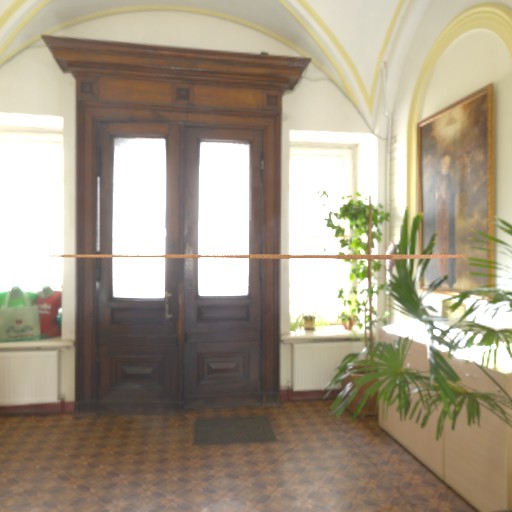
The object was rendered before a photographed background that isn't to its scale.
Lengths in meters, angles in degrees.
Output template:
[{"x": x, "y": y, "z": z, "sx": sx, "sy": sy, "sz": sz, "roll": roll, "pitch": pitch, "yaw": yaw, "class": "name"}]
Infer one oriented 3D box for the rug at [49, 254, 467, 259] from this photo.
[{"x": 0.000, "y": 0.000, "z": 2.327, "sx": 1.829, "sy": 0.014, "sz": 1.219, "roll": 0, "pitch": 0, "yaw": 35, "class": "rug"}]
